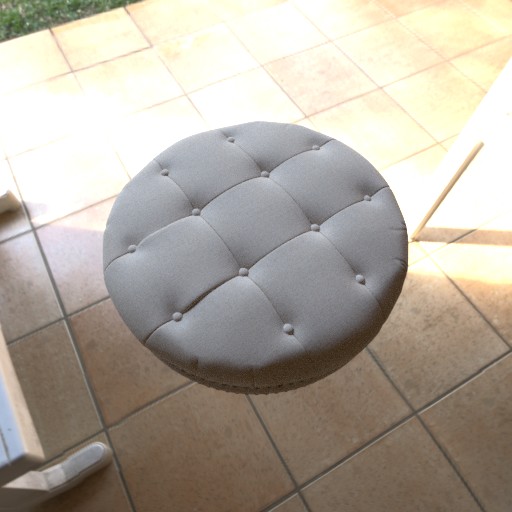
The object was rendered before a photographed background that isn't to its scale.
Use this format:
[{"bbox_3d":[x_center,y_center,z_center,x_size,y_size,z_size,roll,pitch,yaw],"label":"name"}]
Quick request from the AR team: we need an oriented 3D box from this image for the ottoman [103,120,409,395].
[{"bbox_3d":[0.000,0.000,1.499,0.940,0.483,0.940,0,60,0],"label":"ottoman"}]
